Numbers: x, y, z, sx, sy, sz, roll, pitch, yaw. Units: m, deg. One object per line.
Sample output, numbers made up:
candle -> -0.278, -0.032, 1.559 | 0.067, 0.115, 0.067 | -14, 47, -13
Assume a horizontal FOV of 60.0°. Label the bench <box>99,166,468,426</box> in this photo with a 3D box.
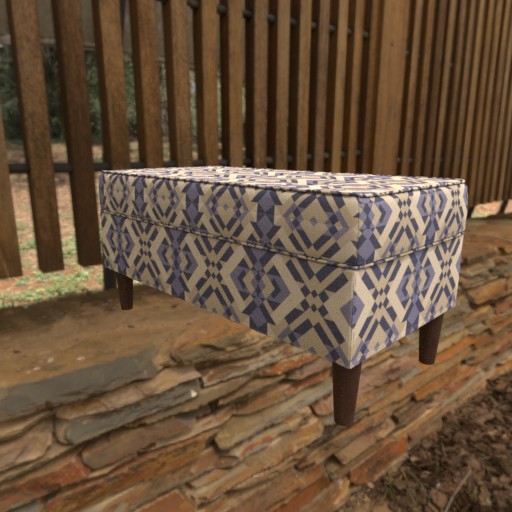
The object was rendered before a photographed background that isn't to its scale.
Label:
bench -> 0.000, 0.000, 1.308 | 0.492, 0.477, 1.016 | -13, 19, -43
